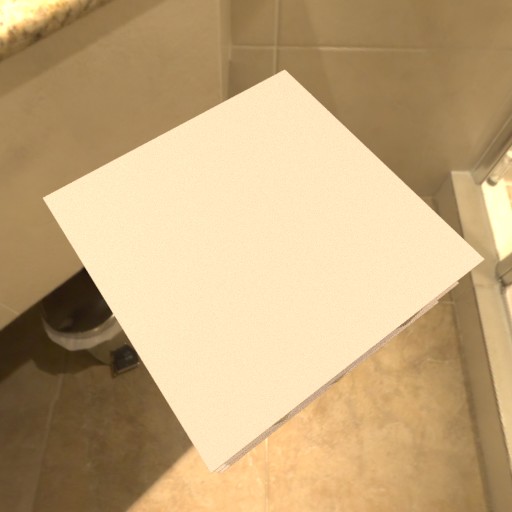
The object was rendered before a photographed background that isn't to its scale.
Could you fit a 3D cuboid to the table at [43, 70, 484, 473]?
[{"bbox_3d":[0.000,0.000,1.111,0.700,0.289,0.700,-33,69,-15],"label":"table"}]
